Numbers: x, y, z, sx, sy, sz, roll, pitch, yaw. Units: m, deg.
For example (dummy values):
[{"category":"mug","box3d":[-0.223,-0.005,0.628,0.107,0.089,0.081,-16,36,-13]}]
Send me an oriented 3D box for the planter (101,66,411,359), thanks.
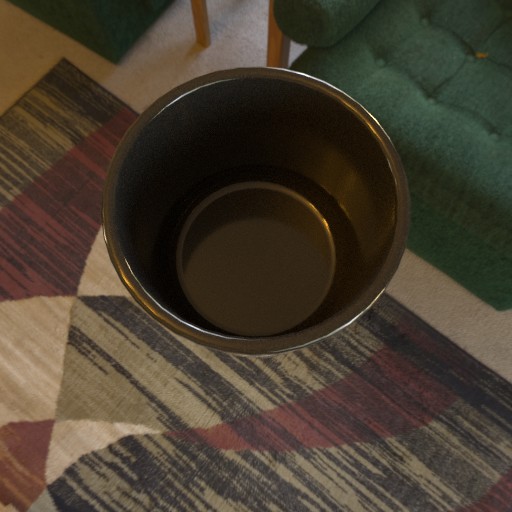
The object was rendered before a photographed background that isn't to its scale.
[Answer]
[{"category":"planter","box3d":[0.000,0.000,0.526,0.251,0.355,0.251,19,75,5]}]
